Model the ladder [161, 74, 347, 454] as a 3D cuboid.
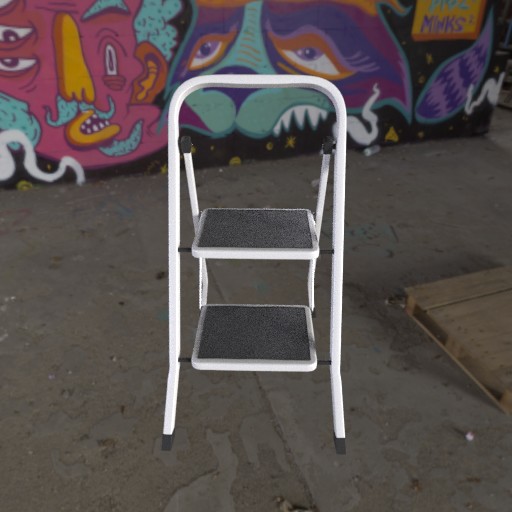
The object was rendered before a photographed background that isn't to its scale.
[{"bbox_3d":[0.000,0.000,1.117,0.460,0.810,0.544,1,32,1],"label":"ladder"}]
